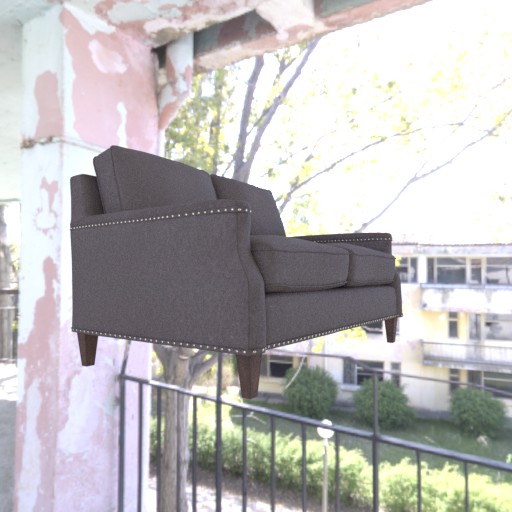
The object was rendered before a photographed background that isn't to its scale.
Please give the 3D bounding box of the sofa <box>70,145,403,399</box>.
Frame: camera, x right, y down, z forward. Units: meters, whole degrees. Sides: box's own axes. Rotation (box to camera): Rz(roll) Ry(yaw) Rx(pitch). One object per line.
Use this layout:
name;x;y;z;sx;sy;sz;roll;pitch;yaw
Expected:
sofa;0.000;0.000;2.341;1.084;1.003;1.597;-2;-3;35
